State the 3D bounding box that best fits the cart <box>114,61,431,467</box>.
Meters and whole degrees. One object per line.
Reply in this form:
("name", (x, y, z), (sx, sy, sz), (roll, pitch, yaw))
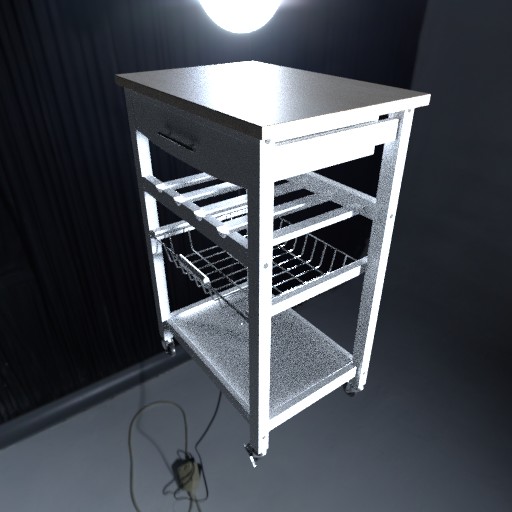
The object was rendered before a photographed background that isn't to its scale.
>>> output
("cart", (0.000, 0.000, 1.165), (0.406, 0.857, 0.578), (-21, 37, -31))
